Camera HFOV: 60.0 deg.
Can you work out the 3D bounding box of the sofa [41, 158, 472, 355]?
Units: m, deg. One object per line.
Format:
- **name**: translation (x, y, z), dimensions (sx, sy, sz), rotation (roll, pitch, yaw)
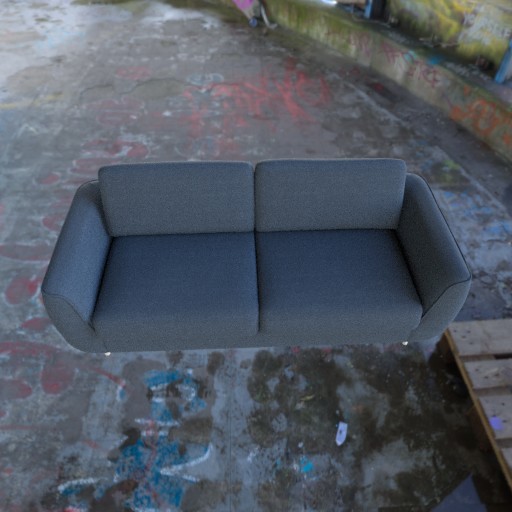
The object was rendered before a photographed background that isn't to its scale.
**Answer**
- **sofa**: translation (0.000, 0.000, 2.417), dimensions (2.000, 0.850, 0.920), rotation (-2, 46, -2)
